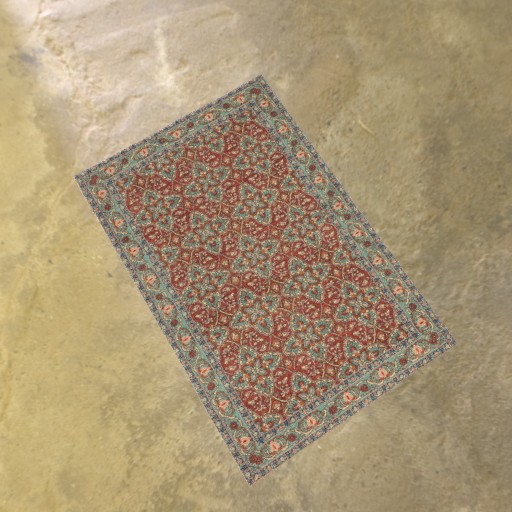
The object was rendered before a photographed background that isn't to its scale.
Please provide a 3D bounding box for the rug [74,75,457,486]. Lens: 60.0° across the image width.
[{"bbox_3d":[0.000,0.000,2.312,1.219,0.009,1.829,-31,78,-8],"label":"rug"}]
